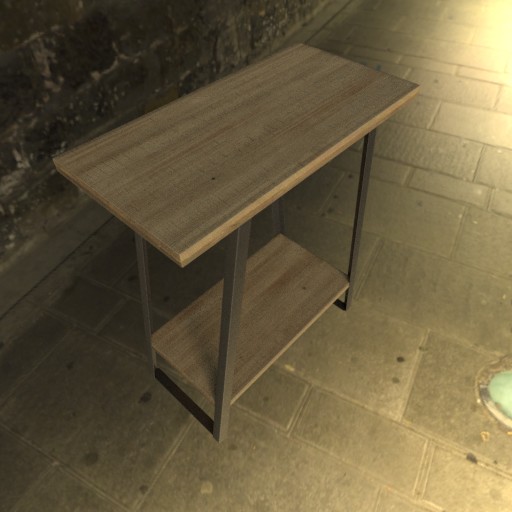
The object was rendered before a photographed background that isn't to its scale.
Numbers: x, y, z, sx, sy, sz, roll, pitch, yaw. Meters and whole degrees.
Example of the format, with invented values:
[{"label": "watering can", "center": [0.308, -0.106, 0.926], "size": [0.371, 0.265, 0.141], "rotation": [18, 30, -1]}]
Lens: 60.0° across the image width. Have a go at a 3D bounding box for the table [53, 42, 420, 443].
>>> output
[{"label": "table", "center": [0.000, 0.000, 1.019], "size": [0.300, 0.701, 0.599], "rotation": [34, 56, 27]}]
